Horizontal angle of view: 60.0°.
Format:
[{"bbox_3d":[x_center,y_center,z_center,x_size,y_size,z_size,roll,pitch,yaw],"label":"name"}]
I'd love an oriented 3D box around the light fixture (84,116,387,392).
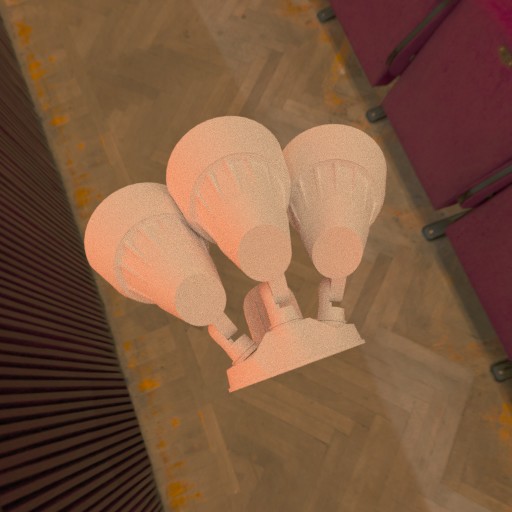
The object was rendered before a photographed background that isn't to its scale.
[{"bbox_3d":[0.000,0.000,0.536,0.369,0.237,0.278,-19,75,-5],"label":"light fixture"}]
